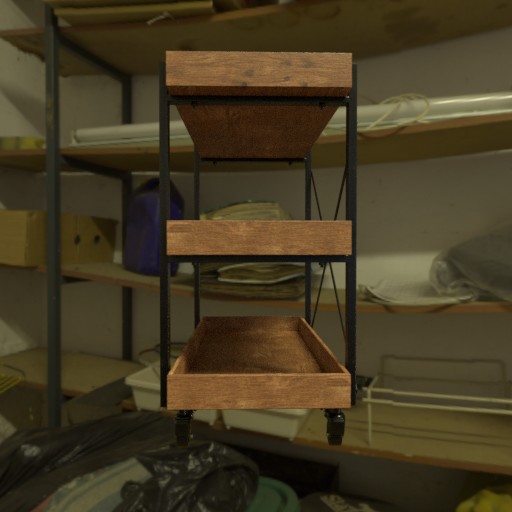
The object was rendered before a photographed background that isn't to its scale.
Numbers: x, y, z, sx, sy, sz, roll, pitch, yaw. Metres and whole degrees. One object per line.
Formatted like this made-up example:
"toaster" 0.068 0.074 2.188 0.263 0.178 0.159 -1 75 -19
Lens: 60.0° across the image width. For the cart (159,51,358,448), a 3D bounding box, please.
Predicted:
"cart" 0.000 0.000 1.234 0.411 0.800 0.750 0 1 -2
